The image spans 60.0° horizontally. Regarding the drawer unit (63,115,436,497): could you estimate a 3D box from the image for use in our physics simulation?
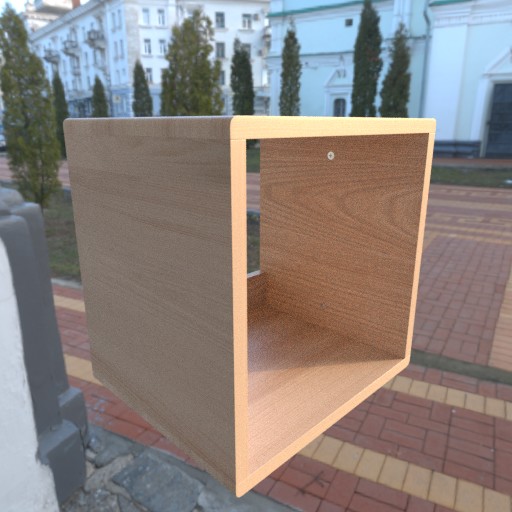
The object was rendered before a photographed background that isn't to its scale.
[{"bbox_3d":[0.000,0.000,0.581,0.290,0.344,0.344,16,23,43],"label":"drawer unit"}]
